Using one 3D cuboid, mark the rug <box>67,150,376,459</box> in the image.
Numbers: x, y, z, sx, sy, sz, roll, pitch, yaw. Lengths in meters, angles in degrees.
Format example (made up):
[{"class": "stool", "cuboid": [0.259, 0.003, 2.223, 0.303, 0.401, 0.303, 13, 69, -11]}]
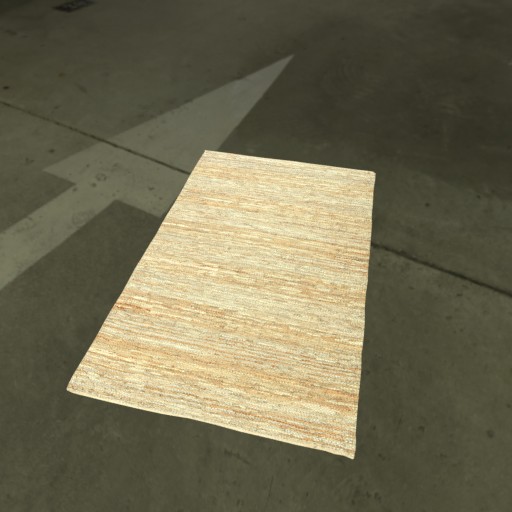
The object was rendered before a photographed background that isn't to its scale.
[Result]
[{"class": "rug", "cuboid": [0.000, 0.000, 3.065, 1.529, 0.009, 2.446, 9, 46, 9]}]
